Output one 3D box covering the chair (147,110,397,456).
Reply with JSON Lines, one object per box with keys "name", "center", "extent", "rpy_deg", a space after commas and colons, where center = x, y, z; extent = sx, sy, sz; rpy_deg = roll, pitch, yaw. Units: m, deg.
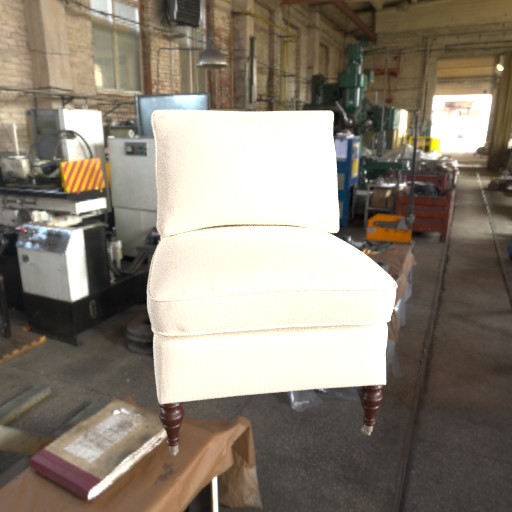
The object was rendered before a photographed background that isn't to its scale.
{"name": "chair", "center": [0.000, 0.000, 1.388], "extent": [0.630, 0.887, 0.781], "rpy_deg": [-2, 16, -8]}
